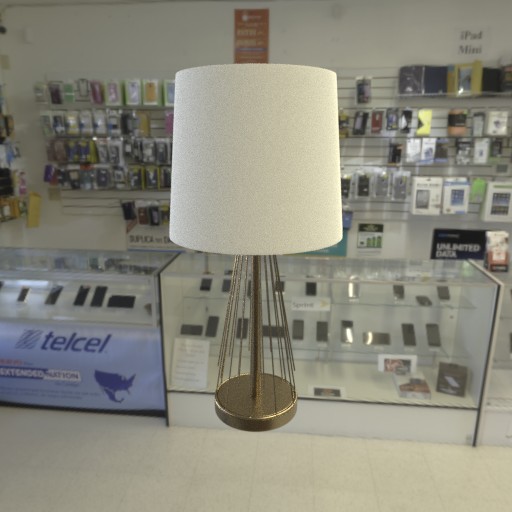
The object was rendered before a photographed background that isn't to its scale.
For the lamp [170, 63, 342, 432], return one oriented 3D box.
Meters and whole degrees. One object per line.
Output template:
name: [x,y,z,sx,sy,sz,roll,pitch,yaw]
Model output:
lamp: [0.000,0.000,0.801,0.303,0.618,0.303,0,15,0]
